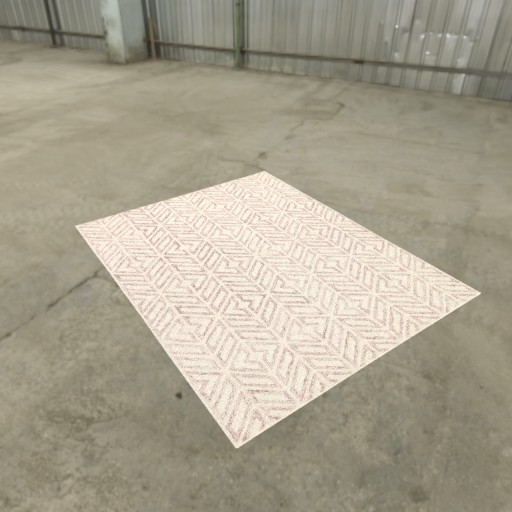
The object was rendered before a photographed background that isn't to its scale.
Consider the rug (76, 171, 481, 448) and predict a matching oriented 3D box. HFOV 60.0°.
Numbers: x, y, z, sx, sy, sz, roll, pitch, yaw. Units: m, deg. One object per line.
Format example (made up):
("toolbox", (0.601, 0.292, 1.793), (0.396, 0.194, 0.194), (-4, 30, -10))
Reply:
("rug", (0.000, 0.000, 4.125), (2.421, 0.008, 3.045), (-22, 40, -28))
